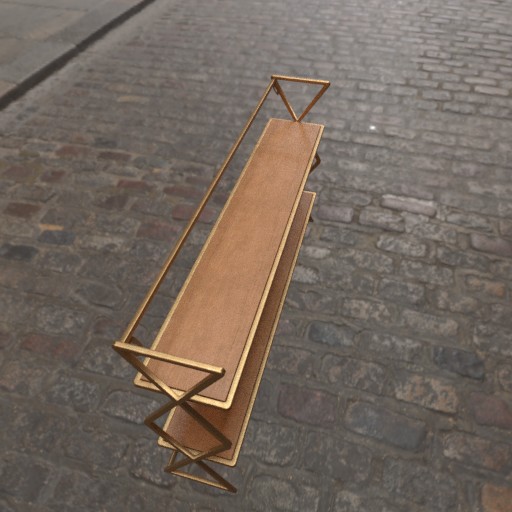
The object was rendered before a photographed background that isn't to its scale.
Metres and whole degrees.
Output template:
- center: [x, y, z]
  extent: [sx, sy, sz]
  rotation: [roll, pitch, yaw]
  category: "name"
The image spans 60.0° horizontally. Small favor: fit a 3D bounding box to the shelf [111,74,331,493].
- center: [0.000, 0.000, 0.978]
  extent: [0.150, 0.450, 0.822]
  rotation: [11, 47, 11]
  category: "shelf"
